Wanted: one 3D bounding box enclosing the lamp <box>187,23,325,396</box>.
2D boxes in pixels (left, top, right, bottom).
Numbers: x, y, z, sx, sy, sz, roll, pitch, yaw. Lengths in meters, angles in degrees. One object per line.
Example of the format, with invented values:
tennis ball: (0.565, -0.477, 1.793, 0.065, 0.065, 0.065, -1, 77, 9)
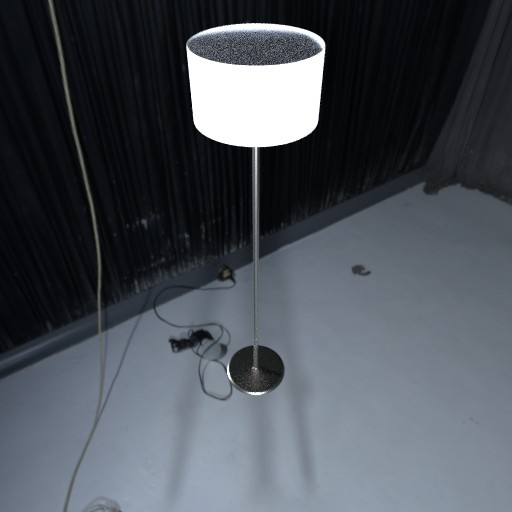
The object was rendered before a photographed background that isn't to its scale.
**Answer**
lamp: (0.000, 0.000, 1.597, 0.347, 1.443, 0.347, -26, 48, -26)
